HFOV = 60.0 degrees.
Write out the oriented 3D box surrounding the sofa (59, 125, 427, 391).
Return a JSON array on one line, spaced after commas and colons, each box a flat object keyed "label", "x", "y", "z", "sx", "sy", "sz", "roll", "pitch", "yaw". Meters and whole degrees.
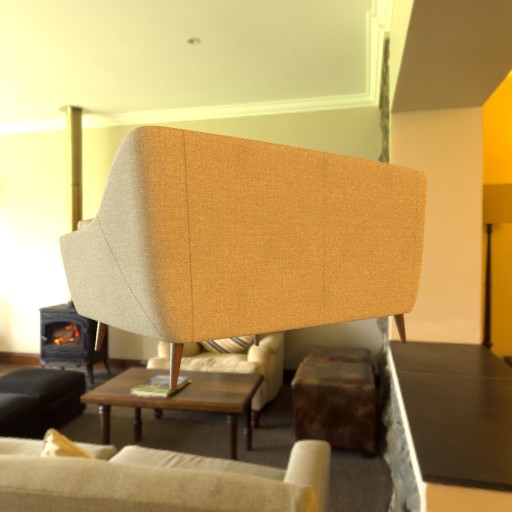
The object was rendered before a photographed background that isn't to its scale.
[{"label": "sofa", "x": 0.000, "y": 0.000, "z": 2.197, "sx": 1.652, "sy": 0.888, "sz": 0.965, "roll": -1, "pitch": 1, "yaw": -36}]
